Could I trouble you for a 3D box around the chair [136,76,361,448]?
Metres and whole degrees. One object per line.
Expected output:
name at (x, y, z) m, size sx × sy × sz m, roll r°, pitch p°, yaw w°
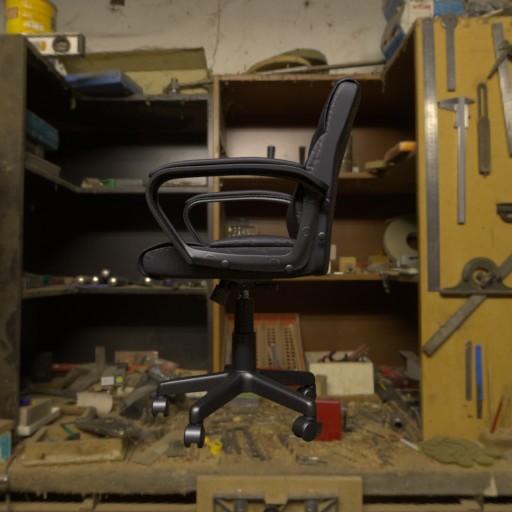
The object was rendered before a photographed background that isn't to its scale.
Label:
chair at (0.000, 0.000, 1.396) m, size 0.641 × 0.998 × 0.576 m, roll 0°, pitch -1°, yaw 1°
